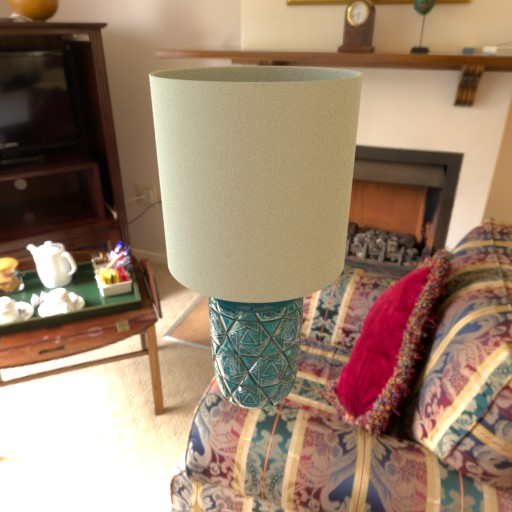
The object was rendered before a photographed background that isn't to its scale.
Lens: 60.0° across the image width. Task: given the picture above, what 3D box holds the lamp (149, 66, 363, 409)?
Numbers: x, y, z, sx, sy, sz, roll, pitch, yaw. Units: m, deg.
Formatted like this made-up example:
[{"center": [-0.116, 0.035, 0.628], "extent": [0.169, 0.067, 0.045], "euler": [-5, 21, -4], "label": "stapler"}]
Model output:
[{"center": [0.000, 0.000, 0.492], "extent": [0.193, 0.377, 0.193], "euler": [-9, 28, -17], "label": "lamp"}]
